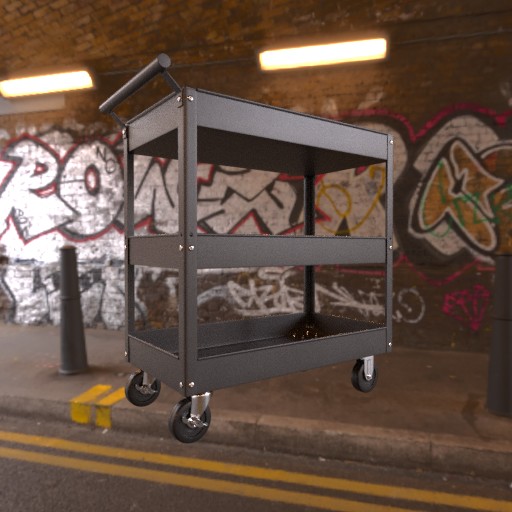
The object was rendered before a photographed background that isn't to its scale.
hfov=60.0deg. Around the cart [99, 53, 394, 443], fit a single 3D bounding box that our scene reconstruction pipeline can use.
[{"bbox_3d":[0.000,0.000,1.196,0.719,0.780,0.366,-1,1,-36],"label":"cart"}]
